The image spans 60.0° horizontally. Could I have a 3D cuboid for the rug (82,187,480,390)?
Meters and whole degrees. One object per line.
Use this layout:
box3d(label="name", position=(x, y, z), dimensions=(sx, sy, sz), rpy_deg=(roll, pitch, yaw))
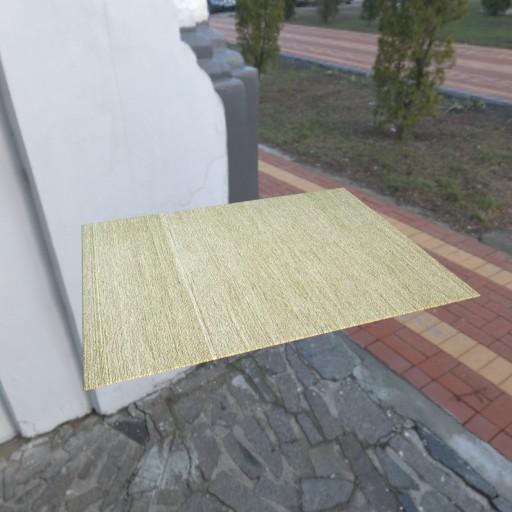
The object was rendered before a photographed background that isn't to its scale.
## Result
box3d(label="rug", position=(0.000, 0.000, 4.298), dimensions=(3.198, 0.016, 2.425), rpy_deg=(-10, 33, -16))
